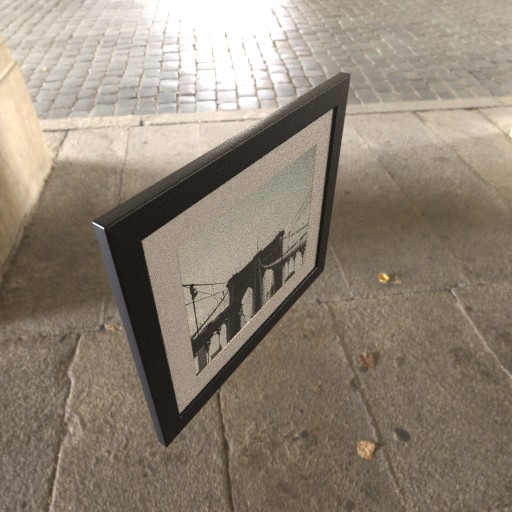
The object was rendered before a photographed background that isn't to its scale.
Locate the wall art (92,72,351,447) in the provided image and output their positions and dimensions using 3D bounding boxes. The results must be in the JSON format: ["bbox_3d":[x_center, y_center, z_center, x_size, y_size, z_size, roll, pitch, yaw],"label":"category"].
[{"bbox_3d":[0.000,0.000,0.734,0.018,0.450,0.521,25,47,26],"label":"wall art"}]
